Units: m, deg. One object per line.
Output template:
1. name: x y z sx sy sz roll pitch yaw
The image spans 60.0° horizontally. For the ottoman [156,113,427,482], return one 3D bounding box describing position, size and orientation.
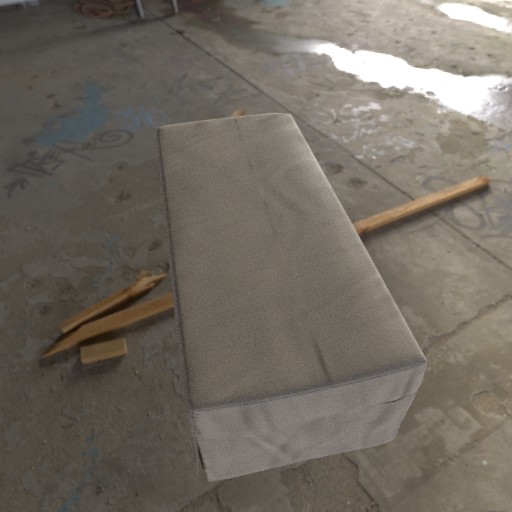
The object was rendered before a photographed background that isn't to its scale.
1. ottoman: 0.000 0.000 1.679 0.665 0.457 1.388 -9 46 -8
